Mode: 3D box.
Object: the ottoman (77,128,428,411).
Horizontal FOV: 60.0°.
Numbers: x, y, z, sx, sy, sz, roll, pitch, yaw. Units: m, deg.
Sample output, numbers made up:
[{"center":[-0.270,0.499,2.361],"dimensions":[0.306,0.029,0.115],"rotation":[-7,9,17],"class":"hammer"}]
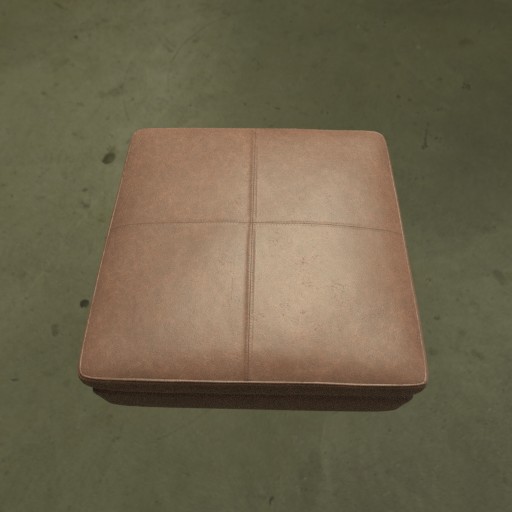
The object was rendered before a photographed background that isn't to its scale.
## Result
[{"center":[0.000,0.000,1.834],"dimensions":[1.168,0.490,1.168],"rotation":[1,59,1],"class":"ottoman"}]
